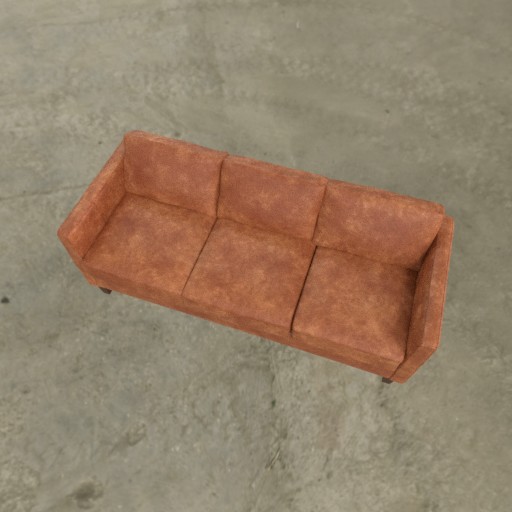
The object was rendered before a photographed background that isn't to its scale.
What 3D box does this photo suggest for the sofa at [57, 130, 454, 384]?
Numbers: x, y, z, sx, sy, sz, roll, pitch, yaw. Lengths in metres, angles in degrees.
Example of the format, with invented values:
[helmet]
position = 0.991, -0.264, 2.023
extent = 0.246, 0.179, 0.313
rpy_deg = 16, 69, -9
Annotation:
[sofa]
position = 0.000, 0.000, 3.146
extent = 2.464, 1.006, 1.045
rpy_deg = 16, 59, 10
